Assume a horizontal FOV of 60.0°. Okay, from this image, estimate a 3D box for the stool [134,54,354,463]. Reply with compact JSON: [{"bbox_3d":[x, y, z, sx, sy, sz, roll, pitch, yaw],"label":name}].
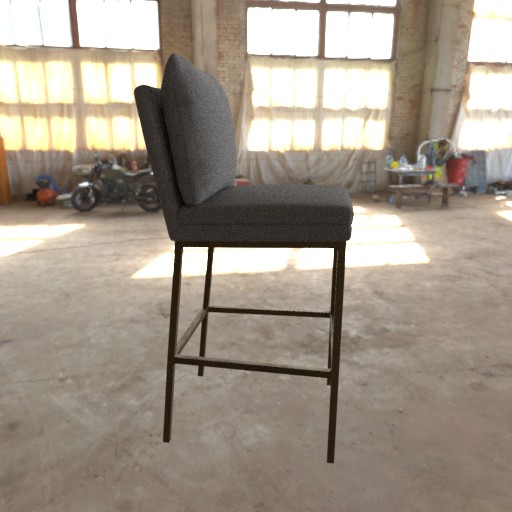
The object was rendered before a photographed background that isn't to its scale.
[{"bbox_3d":[0.000,0.000,1.412,0.569,1.132,0.463,2,16,8],"label":"stool"}]
